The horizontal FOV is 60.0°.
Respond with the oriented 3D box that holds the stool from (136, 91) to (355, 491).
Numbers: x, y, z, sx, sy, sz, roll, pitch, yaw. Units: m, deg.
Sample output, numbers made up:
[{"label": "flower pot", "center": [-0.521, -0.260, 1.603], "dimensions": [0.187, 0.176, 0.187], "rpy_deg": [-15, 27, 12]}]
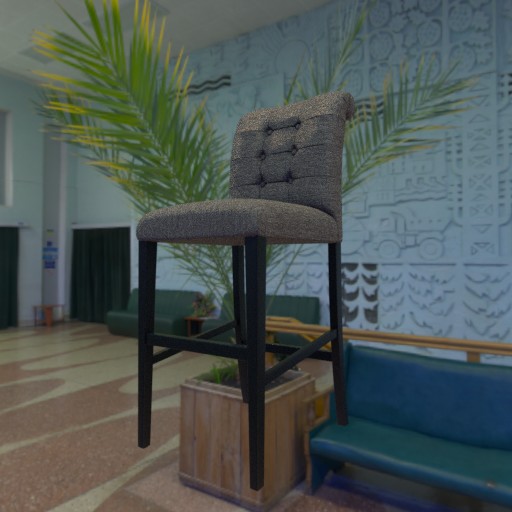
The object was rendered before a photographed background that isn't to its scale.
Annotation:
[{"label": "stool", "center": [0.000, 0.000, 1.422], "dimensions": [0.452, 1.131, 0.613], "rpy_deg": [0, -1, 36]}]
